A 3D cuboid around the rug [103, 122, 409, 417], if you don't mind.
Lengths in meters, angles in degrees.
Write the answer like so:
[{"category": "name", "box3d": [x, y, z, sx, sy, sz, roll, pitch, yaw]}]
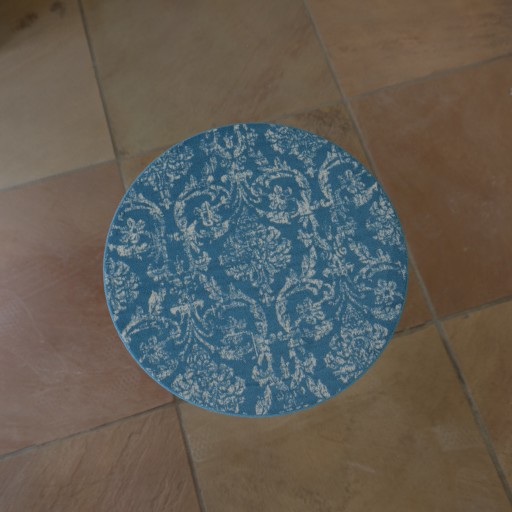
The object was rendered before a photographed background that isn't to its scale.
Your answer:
[{"category": "rug", "box3d": [0.000, 0.000, 2.322, 1.593, 0.012, 1.593, 0, 74, 0]}]
